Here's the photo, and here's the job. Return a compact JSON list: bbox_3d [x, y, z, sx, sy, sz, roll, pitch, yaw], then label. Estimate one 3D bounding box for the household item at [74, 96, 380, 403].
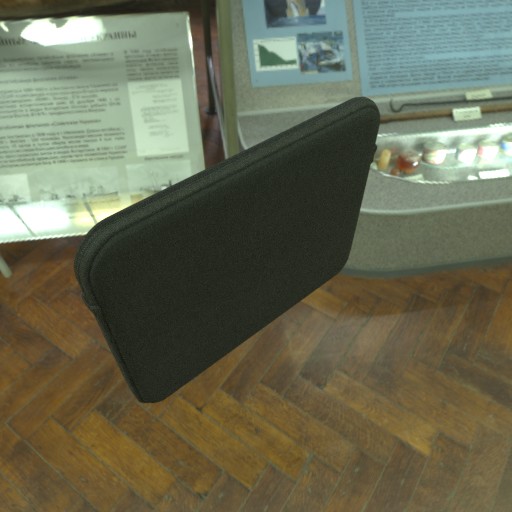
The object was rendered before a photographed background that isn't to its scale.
[{"bbox_3d":[0.000,0.000,0.536,0.396,0.305,0.030,-32,55,-26],"label":"household item"}]
